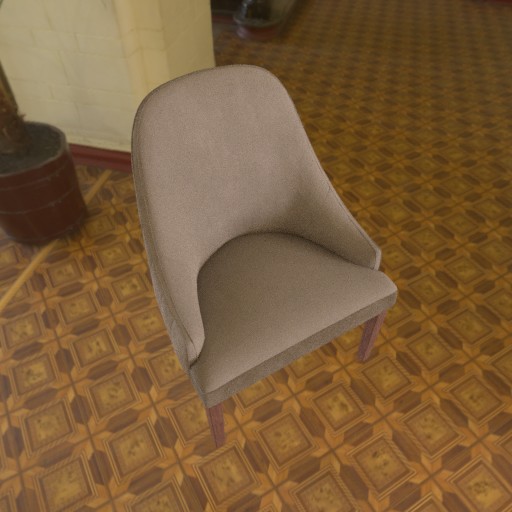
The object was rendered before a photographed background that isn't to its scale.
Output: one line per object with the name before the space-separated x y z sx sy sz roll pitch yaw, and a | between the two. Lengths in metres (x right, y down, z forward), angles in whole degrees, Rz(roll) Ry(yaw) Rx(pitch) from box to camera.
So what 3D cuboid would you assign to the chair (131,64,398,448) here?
chair | 0.000 0.000 1.290 0.643 0.889 0.575 -24 51 -21
